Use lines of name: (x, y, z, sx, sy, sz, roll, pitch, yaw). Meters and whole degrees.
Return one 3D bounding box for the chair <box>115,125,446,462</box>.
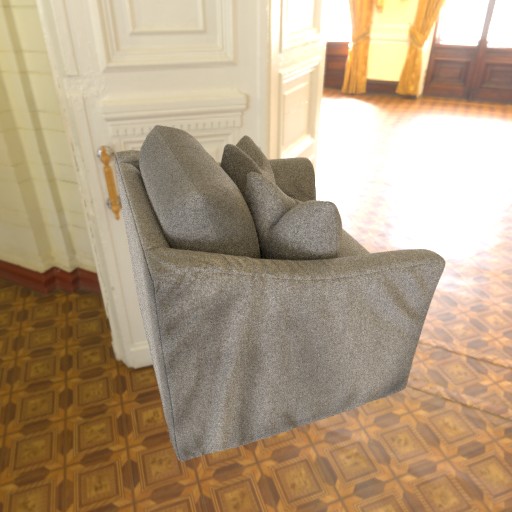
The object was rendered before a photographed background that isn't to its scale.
chair: (0.000, 0.000, 2.031, 1.071, 1.059, 1.194, -11, 33, -17)
